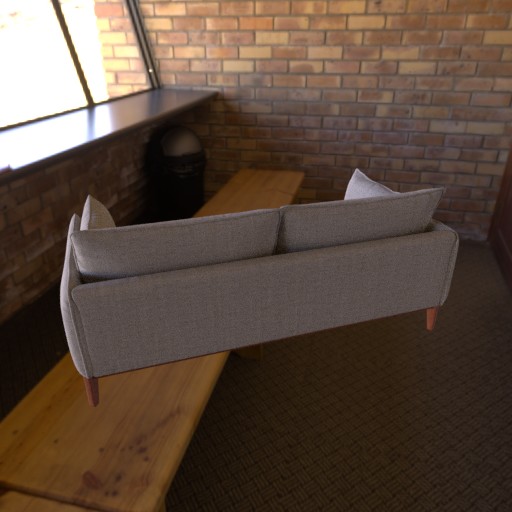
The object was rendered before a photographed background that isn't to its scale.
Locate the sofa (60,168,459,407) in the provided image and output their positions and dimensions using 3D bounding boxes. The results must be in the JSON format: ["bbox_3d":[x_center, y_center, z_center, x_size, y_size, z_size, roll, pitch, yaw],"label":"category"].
[{"bbox_3d":[0.000,0.000,2.497,1.989,0.851,0.972,-8,28,-16],"label":"sofa"}]
